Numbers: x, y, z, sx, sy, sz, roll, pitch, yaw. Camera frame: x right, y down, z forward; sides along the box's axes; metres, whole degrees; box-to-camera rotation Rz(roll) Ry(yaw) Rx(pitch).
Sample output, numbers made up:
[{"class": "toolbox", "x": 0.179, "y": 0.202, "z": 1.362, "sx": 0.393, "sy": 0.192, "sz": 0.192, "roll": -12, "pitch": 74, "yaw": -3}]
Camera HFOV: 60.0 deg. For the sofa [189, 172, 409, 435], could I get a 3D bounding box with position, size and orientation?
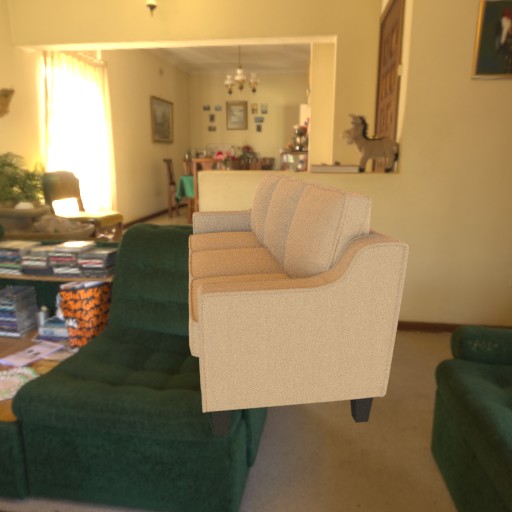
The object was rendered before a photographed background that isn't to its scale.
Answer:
[{"class": "sofa", "x": 0.000, "y": 0.000, "z": 2.602, "sx": 0.791, "sy": 0.902, "sz": 2.131, "roll": -2, "pitch": 13, "yaw": -8}]
